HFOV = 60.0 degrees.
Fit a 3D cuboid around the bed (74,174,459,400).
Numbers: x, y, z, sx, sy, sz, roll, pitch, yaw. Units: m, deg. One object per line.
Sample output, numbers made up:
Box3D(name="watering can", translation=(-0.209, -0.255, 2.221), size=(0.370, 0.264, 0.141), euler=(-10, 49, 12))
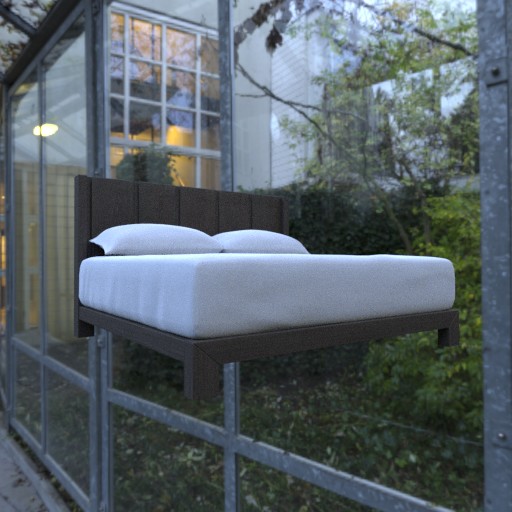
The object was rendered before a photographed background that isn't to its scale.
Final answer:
Box3D(name="bed", translation=(0.000, 0.000, 3.354), size=(2.134, 1.270, 2.012), euler=(0, -1, -36))
